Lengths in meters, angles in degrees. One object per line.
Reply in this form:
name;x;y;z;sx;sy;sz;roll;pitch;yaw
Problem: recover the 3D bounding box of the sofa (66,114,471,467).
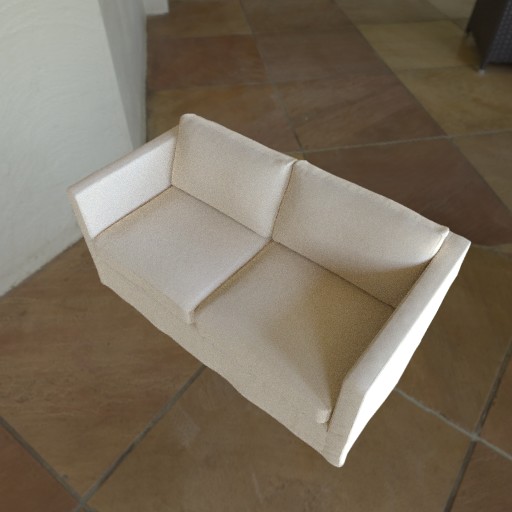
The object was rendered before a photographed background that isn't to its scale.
sofa;0.000;0.000;2.294;1.746;0.834;0.962;31;54;26
